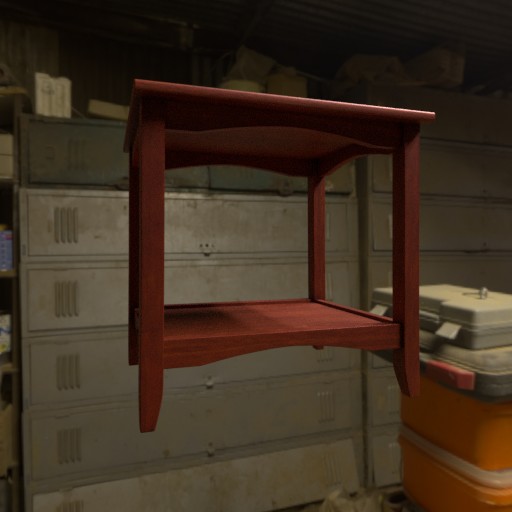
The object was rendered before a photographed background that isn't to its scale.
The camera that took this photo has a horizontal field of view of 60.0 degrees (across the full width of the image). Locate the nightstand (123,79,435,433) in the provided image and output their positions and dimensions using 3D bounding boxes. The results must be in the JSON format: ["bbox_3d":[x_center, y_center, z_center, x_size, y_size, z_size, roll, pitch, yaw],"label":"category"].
[{"bbox_3d":[0.000,0.000,1.006,0.558,0.558,0.501,-1,2,-18],"label":"nightstand"}]
